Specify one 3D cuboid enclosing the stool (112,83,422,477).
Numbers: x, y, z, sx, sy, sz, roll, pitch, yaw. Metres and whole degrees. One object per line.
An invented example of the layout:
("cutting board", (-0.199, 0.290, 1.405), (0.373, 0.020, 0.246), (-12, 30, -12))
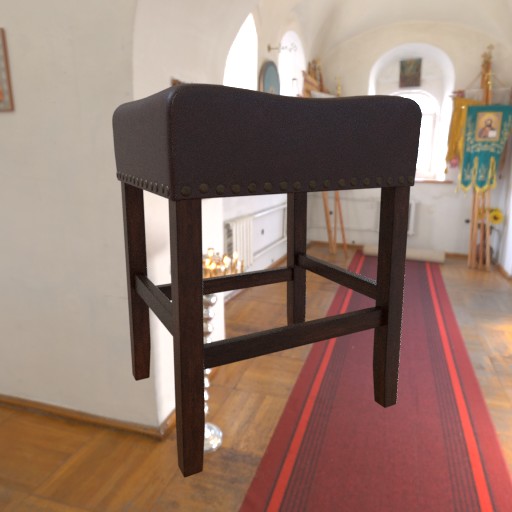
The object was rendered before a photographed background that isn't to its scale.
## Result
("stool", (0.000, 0.000, 0.908), (0.465, 0.608, 0.397), (-7, 16, -27))
